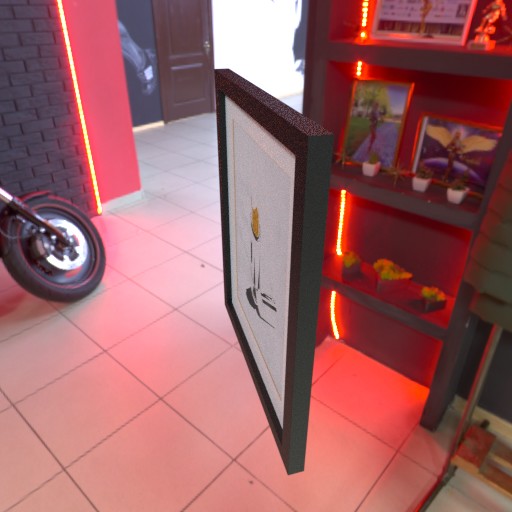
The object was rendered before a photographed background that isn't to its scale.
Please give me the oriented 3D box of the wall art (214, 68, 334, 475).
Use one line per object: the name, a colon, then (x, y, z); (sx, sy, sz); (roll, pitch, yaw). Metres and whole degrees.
wall art: (0.000, 0.000, 0.539); (0.019, 0.381, 0.330); (-8, 32, -14)
